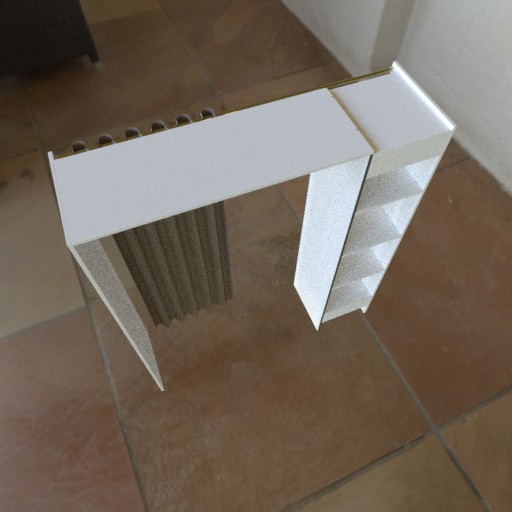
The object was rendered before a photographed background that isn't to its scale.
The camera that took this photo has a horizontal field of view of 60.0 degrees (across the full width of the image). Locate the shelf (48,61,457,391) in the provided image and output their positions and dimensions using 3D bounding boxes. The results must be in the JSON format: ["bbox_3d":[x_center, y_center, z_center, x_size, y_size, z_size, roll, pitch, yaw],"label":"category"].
[{"bbox_3d":[0.000,0.000,2.573,1.600,1.820,0.500,-19,60,-11],"label":"shelf"}]
